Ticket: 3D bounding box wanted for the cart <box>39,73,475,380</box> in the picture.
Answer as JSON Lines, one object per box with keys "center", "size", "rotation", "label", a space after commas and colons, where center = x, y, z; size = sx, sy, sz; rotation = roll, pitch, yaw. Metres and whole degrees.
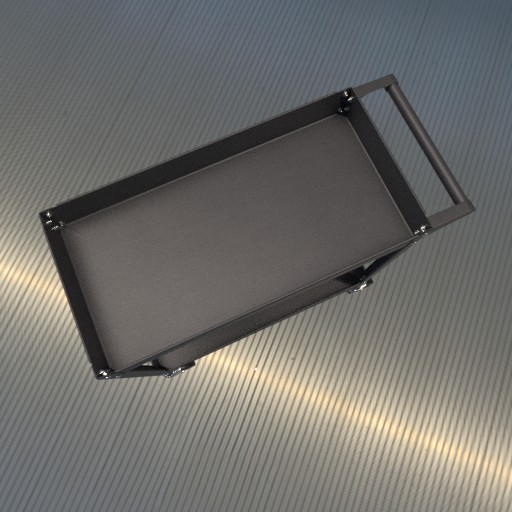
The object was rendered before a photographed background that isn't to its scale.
{"center": [0.000, 0.000, 1.185], "size": [0.779, 0.719, 0.366], "rotation": [-24, 77, -6], "label": "cart"}
